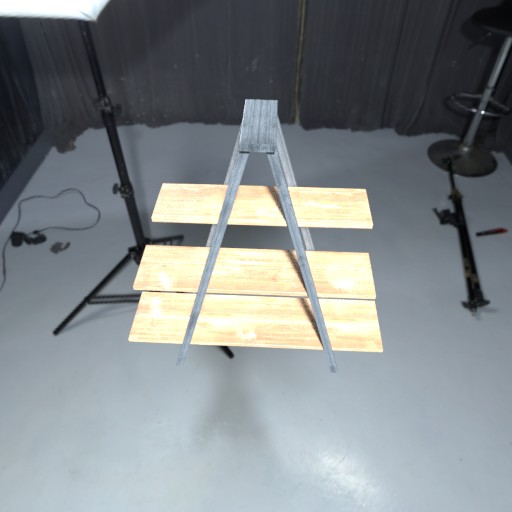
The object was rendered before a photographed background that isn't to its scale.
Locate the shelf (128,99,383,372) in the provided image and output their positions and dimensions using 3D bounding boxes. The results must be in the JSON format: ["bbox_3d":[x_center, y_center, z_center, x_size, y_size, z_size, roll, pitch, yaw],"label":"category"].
[{"bbox_3d":[0.000,0.000,2.716,1.746,1.808,0.508,2,46,2],"label":"shelf"}]
